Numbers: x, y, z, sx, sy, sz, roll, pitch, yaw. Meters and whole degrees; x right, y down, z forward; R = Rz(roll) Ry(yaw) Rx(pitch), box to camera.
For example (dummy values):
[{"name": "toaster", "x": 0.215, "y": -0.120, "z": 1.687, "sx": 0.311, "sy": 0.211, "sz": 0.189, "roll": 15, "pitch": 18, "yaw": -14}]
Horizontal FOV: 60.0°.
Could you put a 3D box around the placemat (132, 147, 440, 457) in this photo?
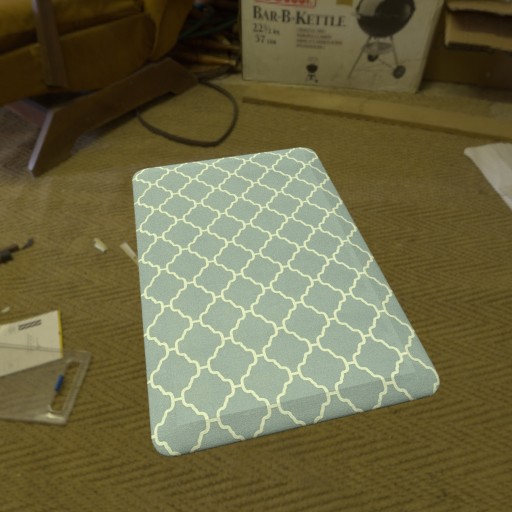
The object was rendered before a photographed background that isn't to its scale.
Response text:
[{"name": "placemat", "x": 0.000, "y": 0.000, "z": 0.975, "sx": 0.508, "sy": 0.021, "sz": 0.762, "roll": -10, "pitch": 49, "yaw": -9}]
